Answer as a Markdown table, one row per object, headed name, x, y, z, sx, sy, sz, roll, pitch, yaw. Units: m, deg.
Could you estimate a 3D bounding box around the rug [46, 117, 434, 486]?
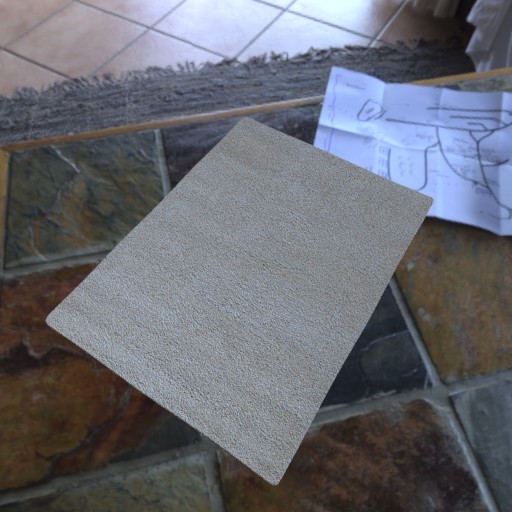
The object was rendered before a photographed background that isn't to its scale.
| name | x | y | z | sx | sy | sz | roll | pitch | yaw |
| --- | --- | --- | --- | --- | --- | --- | --- | --- | --- |
| rug | 0.000 | 0.000 | 2.138 | 1.199 | 0.025 | 1.600 | 28 | 62 | 17 |
